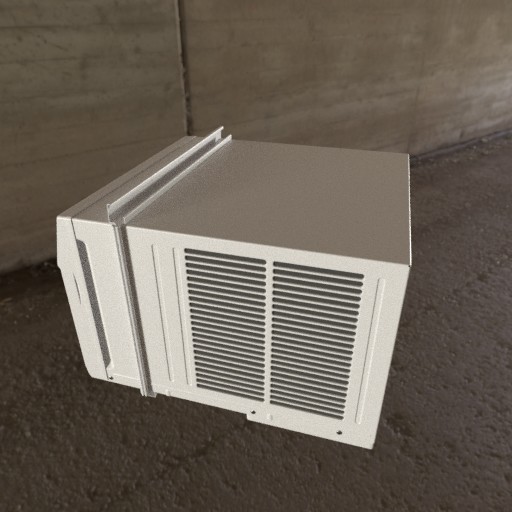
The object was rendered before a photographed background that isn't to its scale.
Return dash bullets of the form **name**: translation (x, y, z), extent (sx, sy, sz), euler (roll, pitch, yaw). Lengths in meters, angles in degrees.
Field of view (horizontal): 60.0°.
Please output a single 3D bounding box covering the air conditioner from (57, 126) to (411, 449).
- **air conditioner**: translation (0.000, 0.000, 0.899), extent (0.546, 0.388, 0.503), euler (8, 31, 14)
